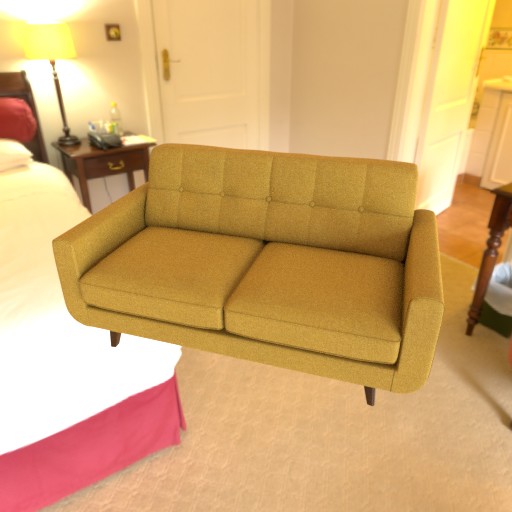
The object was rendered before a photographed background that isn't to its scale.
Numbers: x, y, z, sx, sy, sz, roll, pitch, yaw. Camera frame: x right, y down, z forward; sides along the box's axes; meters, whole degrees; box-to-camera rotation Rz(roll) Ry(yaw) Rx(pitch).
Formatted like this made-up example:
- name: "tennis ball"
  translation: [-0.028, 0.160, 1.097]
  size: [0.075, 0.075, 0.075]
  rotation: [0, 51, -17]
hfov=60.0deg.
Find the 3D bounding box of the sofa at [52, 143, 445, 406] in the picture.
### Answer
- name: "sofa"
  translation: [0.000, 0.000, 2.151]
  size: [1.631, 0.841, 0.909]
  rotation: [8, 29, 16]
